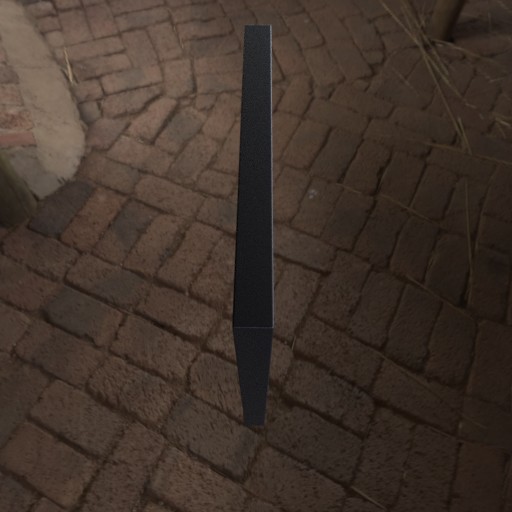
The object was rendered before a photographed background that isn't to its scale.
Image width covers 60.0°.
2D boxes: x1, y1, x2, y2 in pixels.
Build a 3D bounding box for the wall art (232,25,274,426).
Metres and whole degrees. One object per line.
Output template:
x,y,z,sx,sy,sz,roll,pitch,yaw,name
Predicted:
0.000,0.000,0.537,0.028,0.381,0.328,1,60,0,wall art
